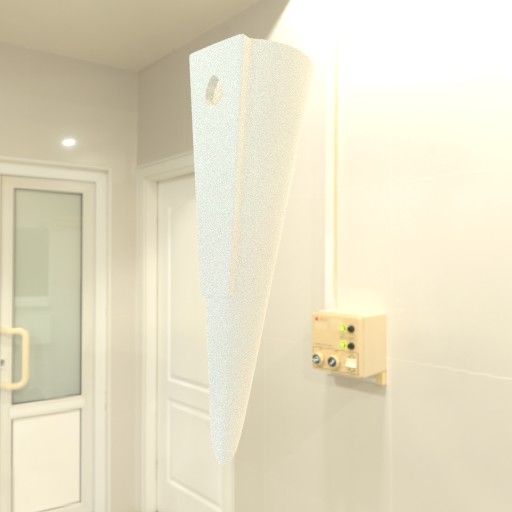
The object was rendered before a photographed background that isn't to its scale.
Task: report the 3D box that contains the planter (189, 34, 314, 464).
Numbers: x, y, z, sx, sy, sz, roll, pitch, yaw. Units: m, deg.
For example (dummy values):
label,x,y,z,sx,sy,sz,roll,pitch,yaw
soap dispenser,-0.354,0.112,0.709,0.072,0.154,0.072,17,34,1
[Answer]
label,x,y,z,sx,sy,sz,roll,pitch,yaw
planter,0.000,0.000,0.226,0.057,0.193,0.064,-1,-1,37
